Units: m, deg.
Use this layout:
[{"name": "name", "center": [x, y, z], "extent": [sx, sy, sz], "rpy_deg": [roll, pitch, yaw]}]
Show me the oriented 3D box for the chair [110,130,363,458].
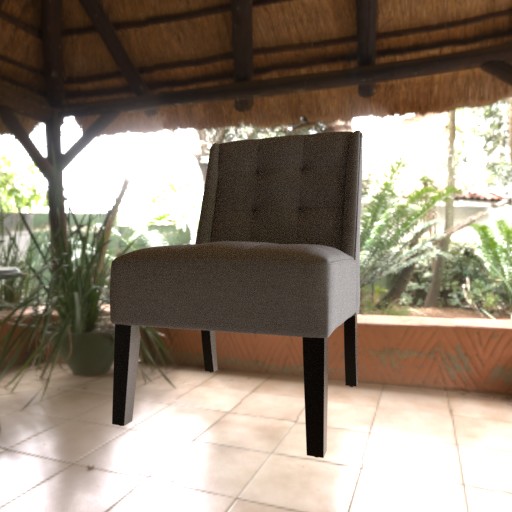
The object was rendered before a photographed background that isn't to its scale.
[{"name": "chair", "center": [0.000, 0.000, 1.326], "extent": [0.569, 0.853, 0.676], "rpy_deg": [0, 1, 20]}]
